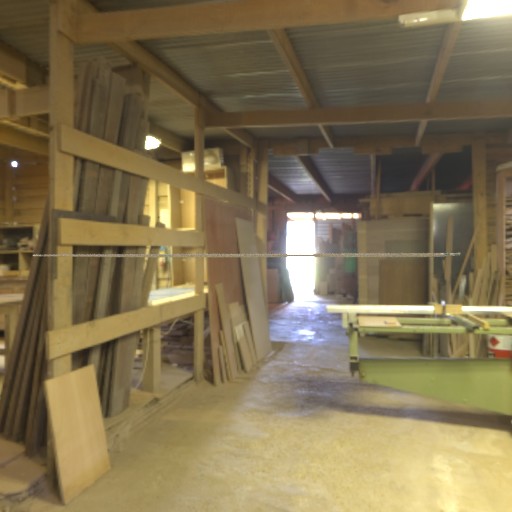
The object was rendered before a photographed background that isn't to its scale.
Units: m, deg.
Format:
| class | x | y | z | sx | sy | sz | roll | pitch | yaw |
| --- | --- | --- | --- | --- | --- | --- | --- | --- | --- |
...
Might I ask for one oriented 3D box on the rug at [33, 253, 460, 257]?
| class | x | y | z | sx | sy | sz | roll | pitch | yaw |
| --- | --- | --- | --- | --- | --- | --- | --- | --- | --- |
| rug | 0.000 | 0.000 | 3.126 | 2.438 | 0.010 | 1.524 | 0 | -1 | 17 |
